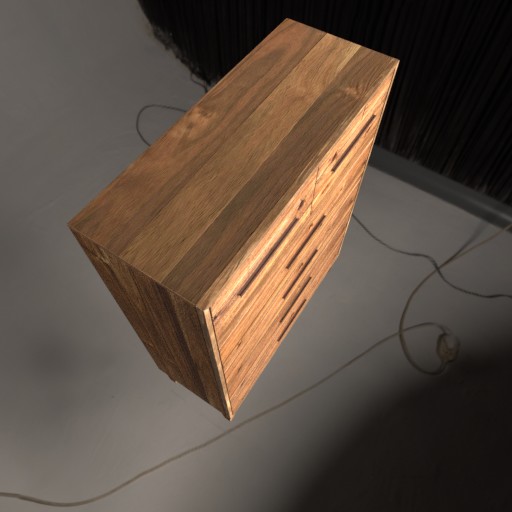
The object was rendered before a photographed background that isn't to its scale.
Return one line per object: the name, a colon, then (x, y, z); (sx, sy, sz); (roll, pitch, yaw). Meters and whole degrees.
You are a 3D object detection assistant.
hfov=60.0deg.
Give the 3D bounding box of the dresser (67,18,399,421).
dresser: (0.000, 0.000, 1.873); (0.442, 1.393, 1.062); (29, 63, 16)
